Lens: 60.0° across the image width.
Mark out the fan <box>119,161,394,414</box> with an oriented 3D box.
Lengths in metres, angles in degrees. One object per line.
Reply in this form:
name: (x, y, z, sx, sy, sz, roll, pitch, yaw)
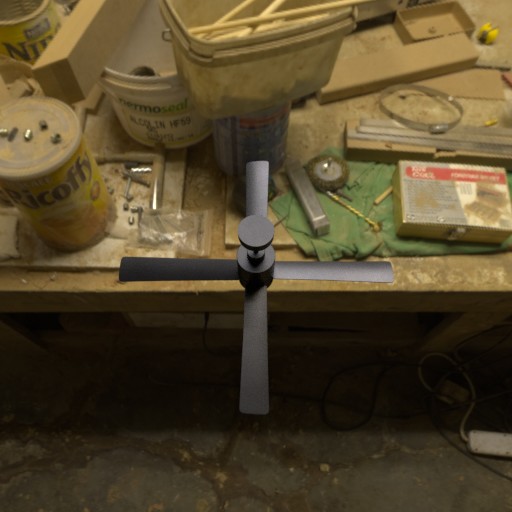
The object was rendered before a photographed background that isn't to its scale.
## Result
fan: (0.000, 0.000, 2.316, 1.525, 0.534, 1.525, 1, 63, 1)
